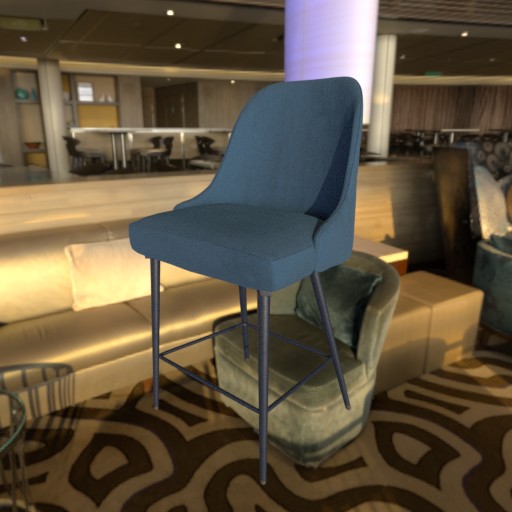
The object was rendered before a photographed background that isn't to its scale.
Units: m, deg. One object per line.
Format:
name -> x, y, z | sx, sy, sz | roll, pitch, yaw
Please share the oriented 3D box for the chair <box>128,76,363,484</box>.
chair -> 0.000, 0.000, 1.196 | 0.526, 0.927, 0.489 | 14, 21, 41
